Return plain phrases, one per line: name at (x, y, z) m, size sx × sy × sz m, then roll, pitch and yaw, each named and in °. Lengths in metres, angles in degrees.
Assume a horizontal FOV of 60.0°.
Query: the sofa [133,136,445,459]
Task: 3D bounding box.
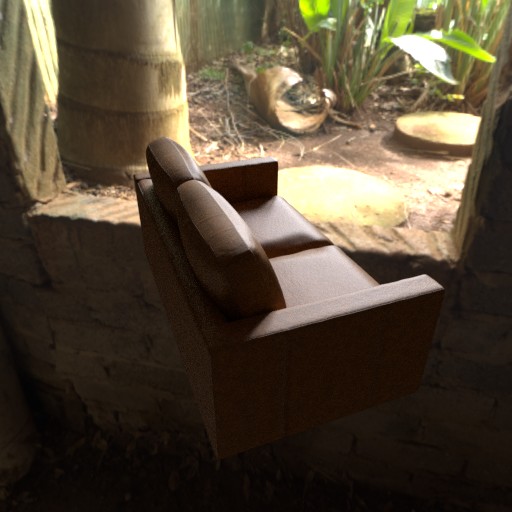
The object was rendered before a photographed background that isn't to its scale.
sofa at (0.000, 0.000, 2.170) m, size 0.909 × 0.951 × 1.578 m, roll -11°, pitch 33°, yaw -18°
